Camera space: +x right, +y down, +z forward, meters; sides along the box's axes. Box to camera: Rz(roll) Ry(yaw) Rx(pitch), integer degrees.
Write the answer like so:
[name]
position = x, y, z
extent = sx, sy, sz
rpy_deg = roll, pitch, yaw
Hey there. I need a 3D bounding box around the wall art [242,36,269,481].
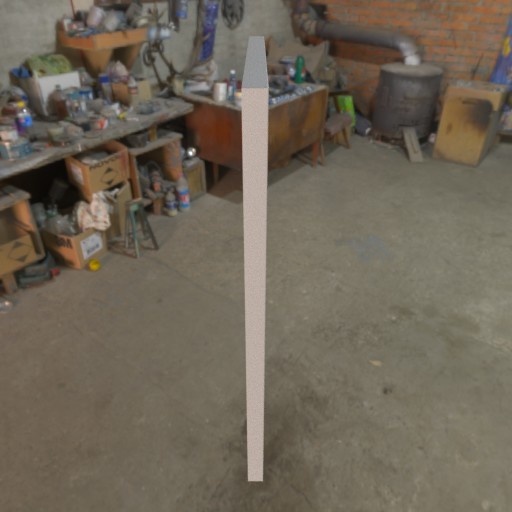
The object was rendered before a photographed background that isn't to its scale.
[wall art]
position = 0.000, 0.000, 1.095
extent = 0.037, 0.916, 0.610
rpy_deg = 0, 32, 0
